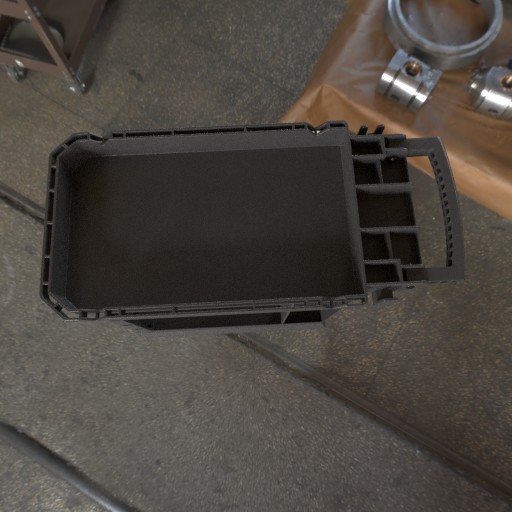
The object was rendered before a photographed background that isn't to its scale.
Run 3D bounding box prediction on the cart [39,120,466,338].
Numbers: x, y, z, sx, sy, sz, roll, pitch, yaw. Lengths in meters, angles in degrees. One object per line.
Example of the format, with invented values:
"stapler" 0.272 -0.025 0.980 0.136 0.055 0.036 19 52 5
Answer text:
"cart" 0.000 0.000 1.543 1.061 0.884 0.497 -3 76 -1
